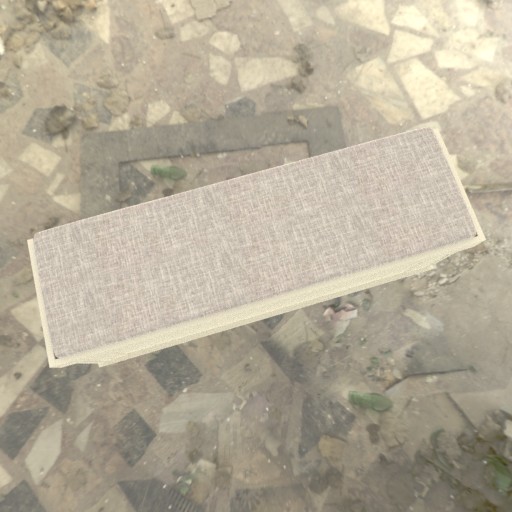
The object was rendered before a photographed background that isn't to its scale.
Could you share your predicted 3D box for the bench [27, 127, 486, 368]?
[{"bbox_3d":[0.000,0.000,1.405,1.196,0.453,0.363,-16,77,-4],"label":"bench"}]
